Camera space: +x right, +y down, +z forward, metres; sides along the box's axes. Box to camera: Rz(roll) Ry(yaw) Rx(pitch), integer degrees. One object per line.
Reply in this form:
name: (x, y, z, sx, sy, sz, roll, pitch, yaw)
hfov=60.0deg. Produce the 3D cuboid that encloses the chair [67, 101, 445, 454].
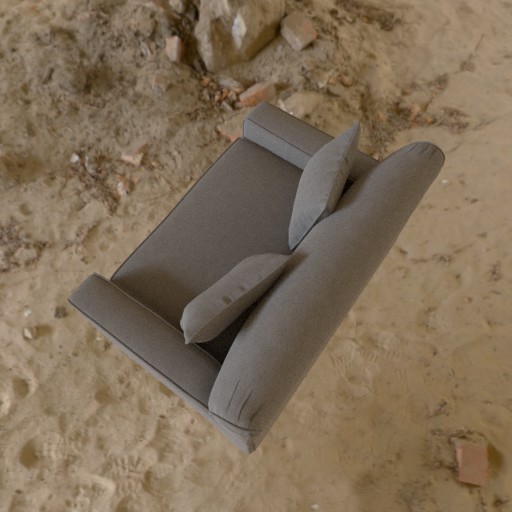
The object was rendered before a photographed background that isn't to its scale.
chair: (0.000, 0.000, 2.067, 0.992, 0.953, 1.395, 33, 68, 15)
